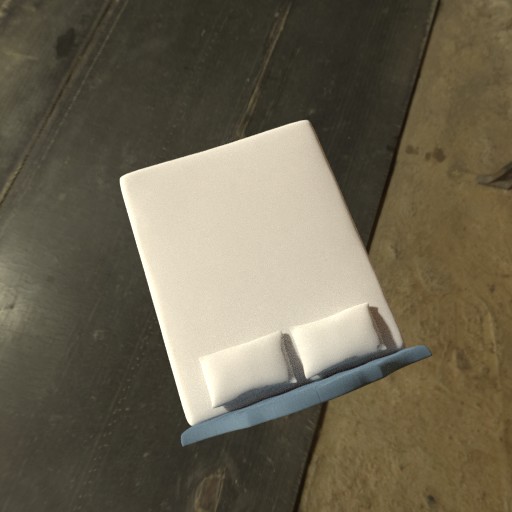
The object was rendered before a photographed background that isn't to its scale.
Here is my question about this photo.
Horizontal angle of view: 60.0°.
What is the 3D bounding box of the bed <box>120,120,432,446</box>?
[{"bbox_3d":[0.000,0.000,3.811,2.039,1.617,2.477,-18,75,-5],"label":"bed"}]
